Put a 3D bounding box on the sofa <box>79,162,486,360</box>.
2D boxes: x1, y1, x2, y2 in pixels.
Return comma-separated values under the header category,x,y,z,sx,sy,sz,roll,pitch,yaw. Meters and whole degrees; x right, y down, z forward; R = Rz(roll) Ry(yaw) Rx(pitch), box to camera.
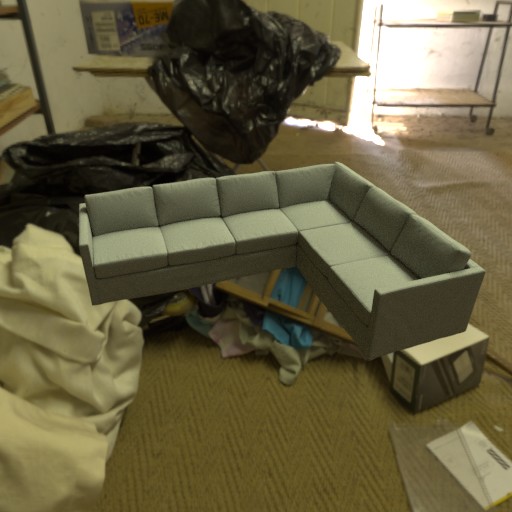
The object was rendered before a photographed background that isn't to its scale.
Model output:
category,x,y,z,sx,sy,sz,roll,pitch,yaw
sofa,0.000,0.000,4.298,3.182,0.871,2.432,-10,33,-16
